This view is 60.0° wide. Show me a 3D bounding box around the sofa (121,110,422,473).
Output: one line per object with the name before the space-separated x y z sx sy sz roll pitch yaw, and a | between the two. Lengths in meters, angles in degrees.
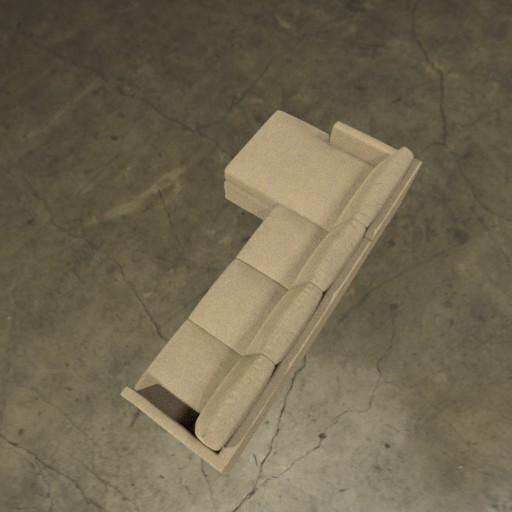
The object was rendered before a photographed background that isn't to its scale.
sofa | 0.000 0.000 4.007 1.638 0.920 3.198 32 68 15
